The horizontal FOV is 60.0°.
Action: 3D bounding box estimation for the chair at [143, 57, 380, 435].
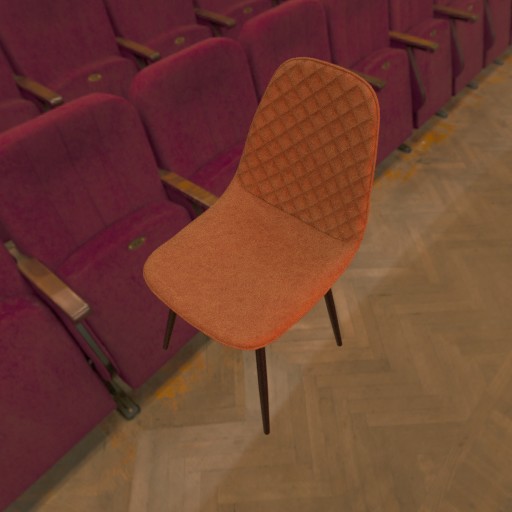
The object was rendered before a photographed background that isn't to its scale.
[{"bbox_3d":[0.000,0.000,1.229,0.472,0.889,0.561,32,54,26],"label":"chair"}]
